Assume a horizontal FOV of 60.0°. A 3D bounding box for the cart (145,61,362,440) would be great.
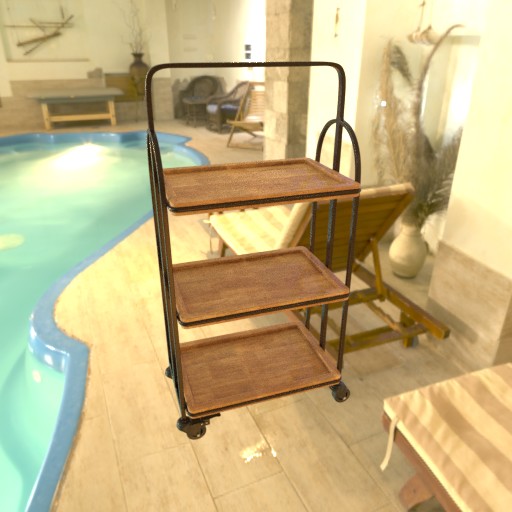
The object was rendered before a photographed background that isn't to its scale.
[{"bbox_3d":[0.000,0.000,1.248,0.553,1.001,0.327,-8,27,-17],"label":"cart"}]
